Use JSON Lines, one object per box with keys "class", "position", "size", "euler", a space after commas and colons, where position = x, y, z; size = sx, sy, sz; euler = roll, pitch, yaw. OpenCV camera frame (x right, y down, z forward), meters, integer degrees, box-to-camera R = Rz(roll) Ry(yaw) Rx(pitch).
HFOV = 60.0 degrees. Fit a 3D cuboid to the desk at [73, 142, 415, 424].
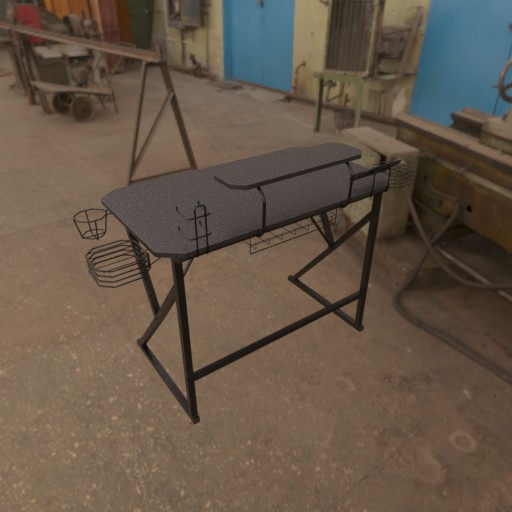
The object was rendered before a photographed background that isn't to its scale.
{"class": "desk", "position": [0.000, 0.000, 1.739], "size": [1.290, 0.880, 0.580], "euler": [-21, 37, -30]}
